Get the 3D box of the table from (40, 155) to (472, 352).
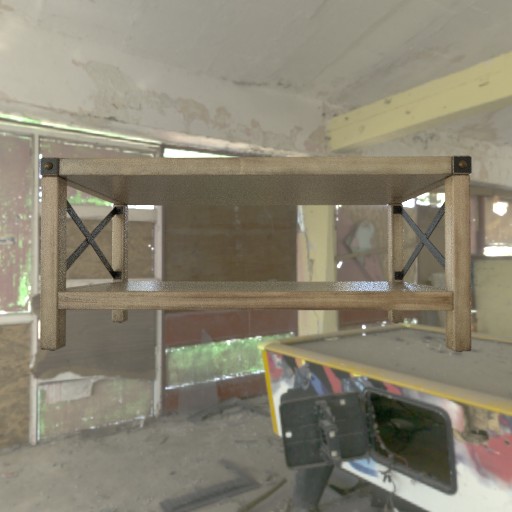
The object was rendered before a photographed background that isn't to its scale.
[{"bbox_3d":[0.000,0.000,1.295,1.016,0.456,0.559,0,-1,1],"label":"table"}]
